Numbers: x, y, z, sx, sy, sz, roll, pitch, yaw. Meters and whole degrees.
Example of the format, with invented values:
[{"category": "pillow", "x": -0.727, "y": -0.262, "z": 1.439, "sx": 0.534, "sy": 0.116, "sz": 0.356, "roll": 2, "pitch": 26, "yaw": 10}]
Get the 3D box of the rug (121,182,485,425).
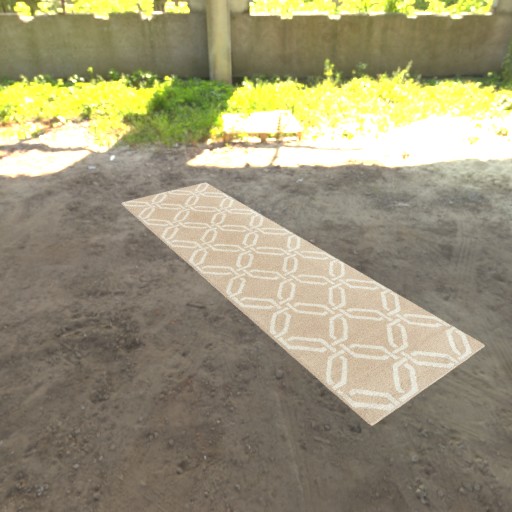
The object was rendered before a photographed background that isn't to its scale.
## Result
[{"category": "rug", "x": 0.000, "y": 0.000, "z": 2.442, "sx": 0.678, "sy": 0.014, "sz": 2.276, "roll": -20, "pitch": 35, "yaw": -30}]
